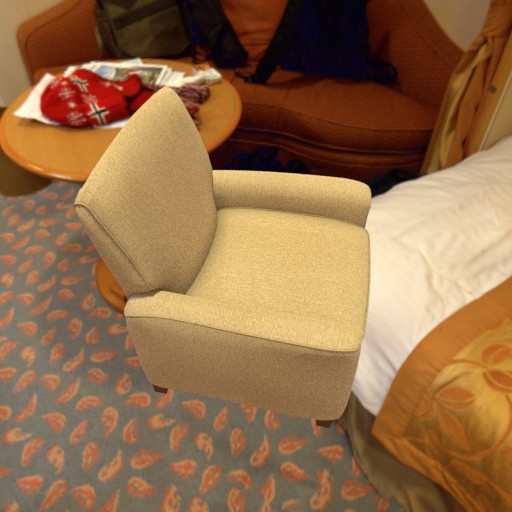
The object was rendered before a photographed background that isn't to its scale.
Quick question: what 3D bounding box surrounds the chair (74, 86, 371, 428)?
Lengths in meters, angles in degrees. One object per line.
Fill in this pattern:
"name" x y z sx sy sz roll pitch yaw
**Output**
"chair" 0.000 0.000 1.660 0.864 1.014 0.848 9 47 8
